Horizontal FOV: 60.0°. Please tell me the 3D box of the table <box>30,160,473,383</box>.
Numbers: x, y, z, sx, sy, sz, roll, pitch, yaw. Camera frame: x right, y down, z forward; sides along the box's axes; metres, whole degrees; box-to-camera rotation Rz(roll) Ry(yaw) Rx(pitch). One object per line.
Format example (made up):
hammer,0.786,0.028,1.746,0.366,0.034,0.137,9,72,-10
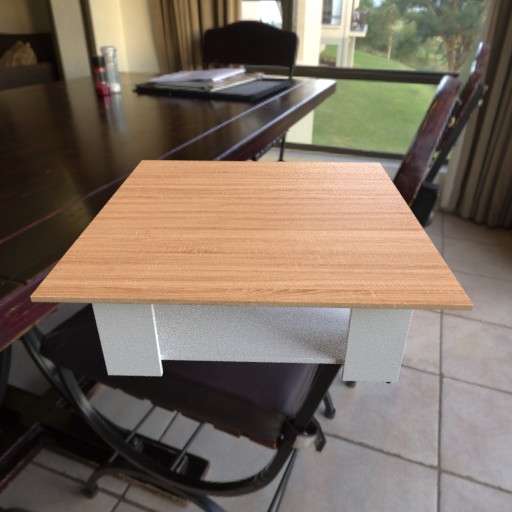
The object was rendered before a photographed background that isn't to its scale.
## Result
table,0.000,0.000,1.349,0.890,0.305,0.890,1,30,2
